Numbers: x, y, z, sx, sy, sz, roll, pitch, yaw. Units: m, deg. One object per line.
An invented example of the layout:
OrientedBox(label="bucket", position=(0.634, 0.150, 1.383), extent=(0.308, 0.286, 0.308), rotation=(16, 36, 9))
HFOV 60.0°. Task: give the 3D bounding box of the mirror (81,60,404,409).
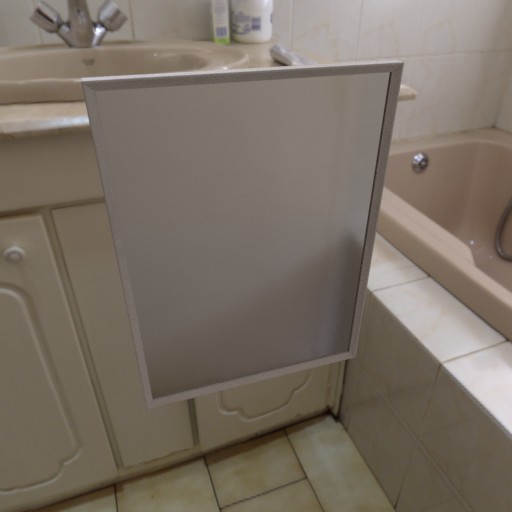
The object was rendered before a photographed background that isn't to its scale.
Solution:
OrientedBox(label="mirror", position=(0.000, 0.000, 1.290), extent=(0.762, 1.016, 0.041), rotation=(-10, 34, -15))
